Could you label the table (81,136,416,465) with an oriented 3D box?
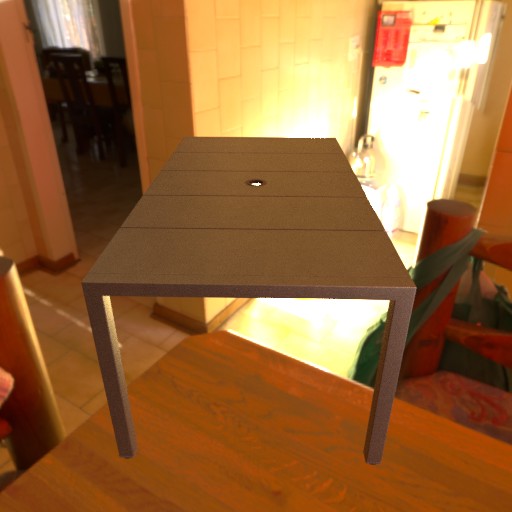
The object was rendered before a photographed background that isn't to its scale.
[{"bbox_3d":[0.000,0.000,2.114,0.914,0.735,1.680,1,28,1],"label":"table"}]
